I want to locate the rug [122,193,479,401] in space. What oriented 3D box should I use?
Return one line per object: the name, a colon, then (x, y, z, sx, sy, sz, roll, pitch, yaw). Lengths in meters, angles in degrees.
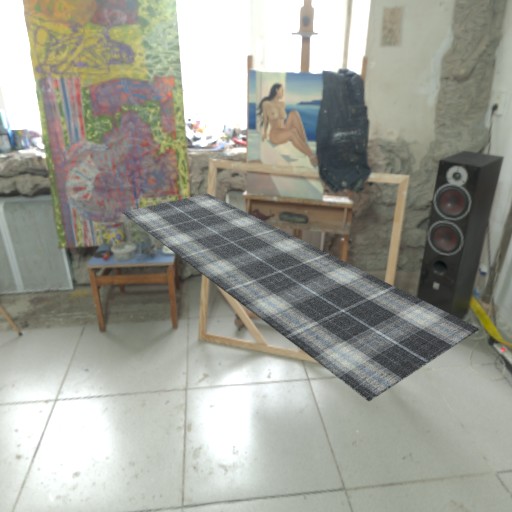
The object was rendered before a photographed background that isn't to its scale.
rug: (0.000, 0.000, 2.707, 0.760, 0.012, 2.434, -18, 31, -32)
